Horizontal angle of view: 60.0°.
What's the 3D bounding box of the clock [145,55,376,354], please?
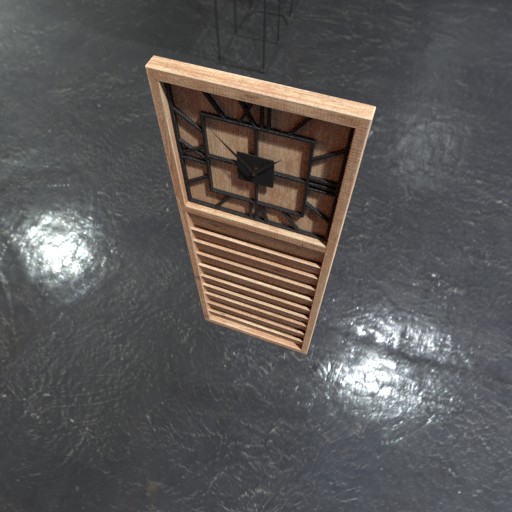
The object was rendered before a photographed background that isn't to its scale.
[{"bbox_3d":[0.000,0.000,1.076,0.361,0.965,0.030,17,59,11],"label":"clock"}]
